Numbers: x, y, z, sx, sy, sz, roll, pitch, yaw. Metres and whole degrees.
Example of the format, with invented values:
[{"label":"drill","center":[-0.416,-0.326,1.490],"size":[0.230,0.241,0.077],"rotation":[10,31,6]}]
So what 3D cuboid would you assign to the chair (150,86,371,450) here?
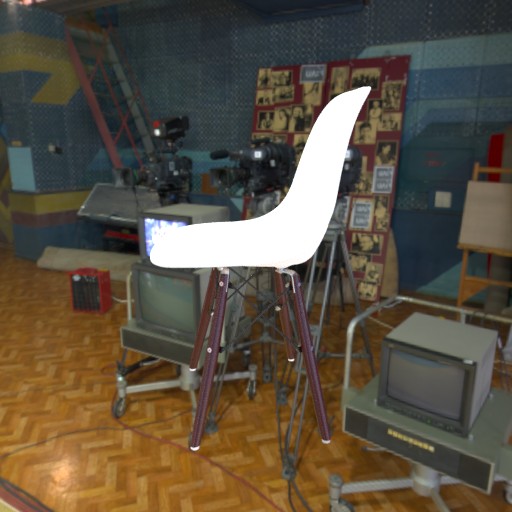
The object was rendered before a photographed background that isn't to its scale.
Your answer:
[{"label":"chair","center":[0.000,0.000,1.153],"size":[0.533,0.826,0.470],"rotation":[-2,14,-9]}]
